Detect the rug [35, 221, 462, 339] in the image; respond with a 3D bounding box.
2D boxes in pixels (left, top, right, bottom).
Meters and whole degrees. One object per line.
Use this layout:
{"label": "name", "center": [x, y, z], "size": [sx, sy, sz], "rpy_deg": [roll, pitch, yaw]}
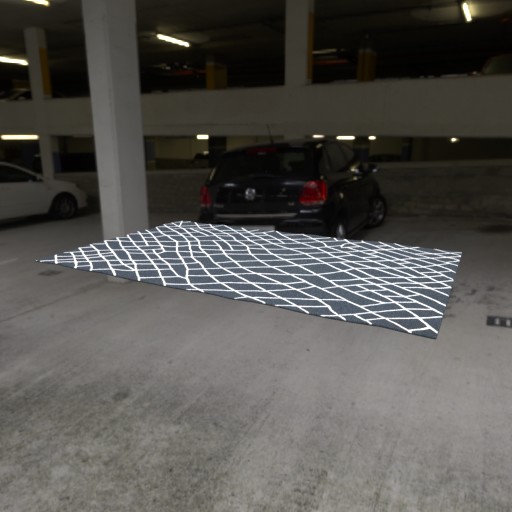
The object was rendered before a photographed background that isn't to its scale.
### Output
{"label": "rug", "center": [0.000, 0.000, 2.983], "size": [2.448, 0.017, 1.529], "rpy_deg": [8, 17, 27]}
